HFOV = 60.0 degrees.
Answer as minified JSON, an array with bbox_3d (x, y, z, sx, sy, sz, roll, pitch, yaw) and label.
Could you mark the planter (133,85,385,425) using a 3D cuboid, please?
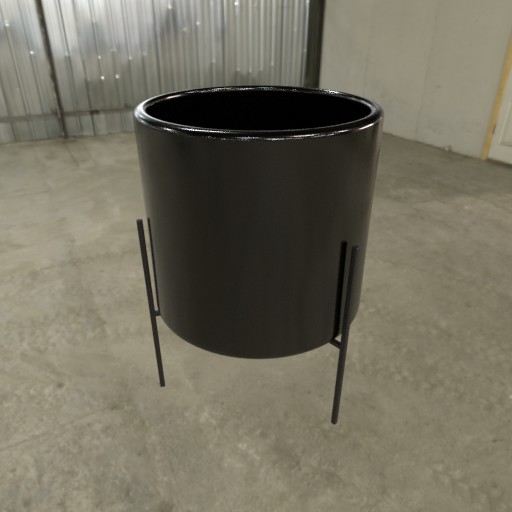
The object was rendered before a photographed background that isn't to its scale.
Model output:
[{"bbox_3d":[0.000,0.000,0.650,0.310,0.432,0.310,0,29,0],"label":"planter"}]
